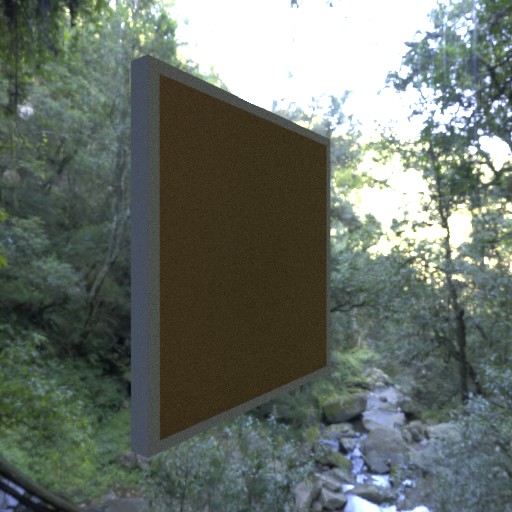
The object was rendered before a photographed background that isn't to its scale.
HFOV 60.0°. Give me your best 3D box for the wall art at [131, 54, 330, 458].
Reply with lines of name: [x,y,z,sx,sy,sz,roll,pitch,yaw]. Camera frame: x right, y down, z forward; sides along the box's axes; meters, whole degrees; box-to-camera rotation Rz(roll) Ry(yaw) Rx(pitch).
wall art: [0.000,0.000,0.466,0.020,0.307,0.307,0,0,36]
